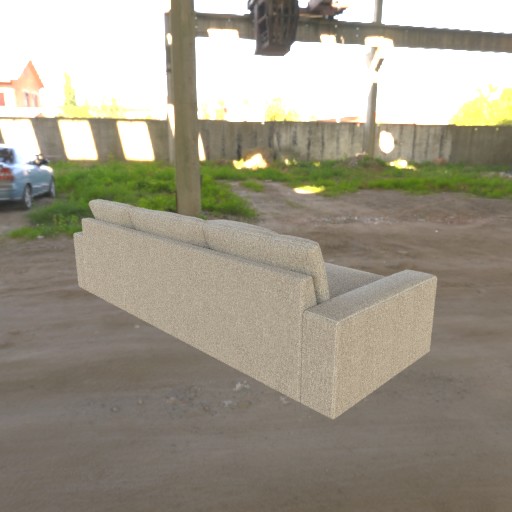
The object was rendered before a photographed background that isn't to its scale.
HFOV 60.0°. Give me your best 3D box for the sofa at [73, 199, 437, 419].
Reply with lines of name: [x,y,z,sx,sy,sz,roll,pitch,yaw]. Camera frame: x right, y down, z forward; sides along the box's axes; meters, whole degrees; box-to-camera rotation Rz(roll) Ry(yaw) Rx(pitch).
sofa: [0.000,0.000,3.421,1.689,0.813,2.718,-14,20,-43]
